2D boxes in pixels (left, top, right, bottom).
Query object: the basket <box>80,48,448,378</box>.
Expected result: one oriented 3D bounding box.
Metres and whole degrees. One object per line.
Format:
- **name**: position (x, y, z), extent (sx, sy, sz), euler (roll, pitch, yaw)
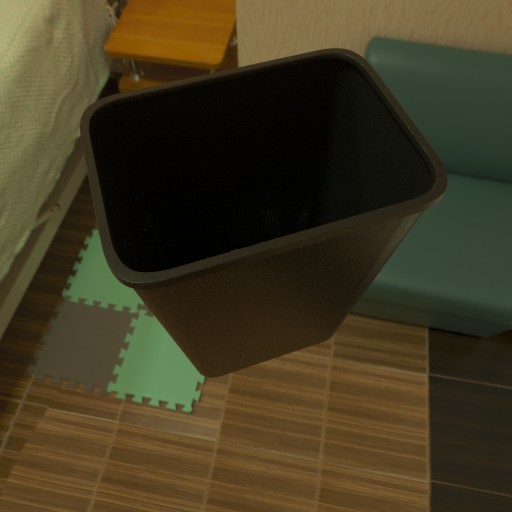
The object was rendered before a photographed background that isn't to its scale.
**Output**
- **basket**: position (0.000, 0.000, 0.750), extent (0.394, 0.521, 0.287), euler (-16, 61, -9)
